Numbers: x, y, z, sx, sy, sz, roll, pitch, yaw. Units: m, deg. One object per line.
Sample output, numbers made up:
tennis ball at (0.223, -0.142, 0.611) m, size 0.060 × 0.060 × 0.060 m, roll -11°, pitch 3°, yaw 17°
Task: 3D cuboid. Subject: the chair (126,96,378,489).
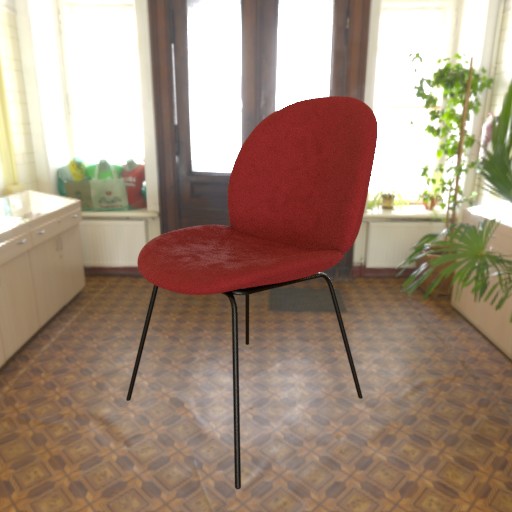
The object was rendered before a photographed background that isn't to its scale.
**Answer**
chair at (0.000, 0.000, 1.130) m, size 0.458 × 0.791 × 0.587 m, roll 15°, pitch 22°, yaw 42°
